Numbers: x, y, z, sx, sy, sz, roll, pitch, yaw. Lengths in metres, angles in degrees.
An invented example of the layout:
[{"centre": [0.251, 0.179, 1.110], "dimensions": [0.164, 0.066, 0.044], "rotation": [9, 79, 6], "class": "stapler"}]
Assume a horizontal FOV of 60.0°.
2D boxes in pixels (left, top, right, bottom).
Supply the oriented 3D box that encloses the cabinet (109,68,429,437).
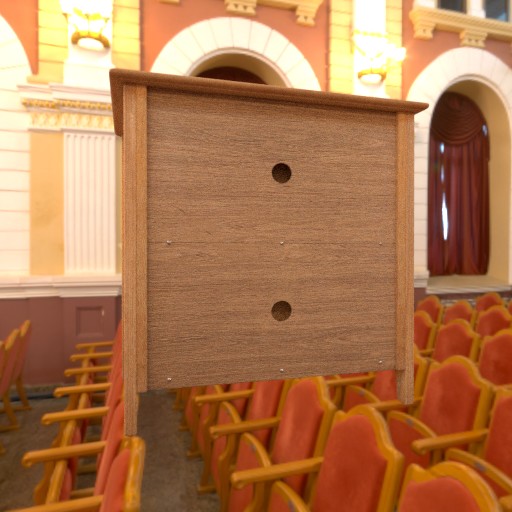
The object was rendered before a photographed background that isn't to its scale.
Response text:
[{"centre": [0.000, 0.000, 1.238], "dimensions": [0.763, 0.762, 0.503], "rotation": [0, 0, -16], "class": "cabinet"}]
